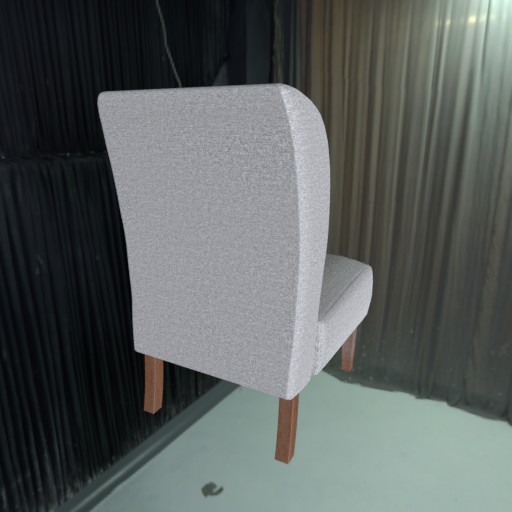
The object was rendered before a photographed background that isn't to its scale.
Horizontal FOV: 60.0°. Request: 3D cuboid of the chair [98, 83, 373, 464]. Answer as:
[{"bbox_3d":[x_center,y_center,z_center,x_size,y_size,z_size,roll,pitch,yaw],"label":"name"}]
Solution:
[{"bbox_3d":[0.000,0.000,1.180,0.513,0.804,0.592,9,19,27],"label":"chair"}]
